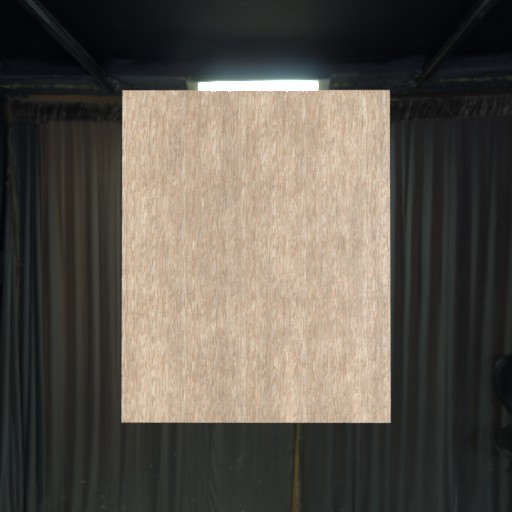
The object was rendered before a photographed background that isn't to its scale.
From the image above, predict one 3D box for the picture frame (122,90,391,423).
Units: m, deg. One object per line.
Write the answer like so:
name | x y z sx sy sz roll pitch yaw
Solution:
picture frame | 0.000 0.000 0.723 0.424 0.526 0.043 0 -1 0
